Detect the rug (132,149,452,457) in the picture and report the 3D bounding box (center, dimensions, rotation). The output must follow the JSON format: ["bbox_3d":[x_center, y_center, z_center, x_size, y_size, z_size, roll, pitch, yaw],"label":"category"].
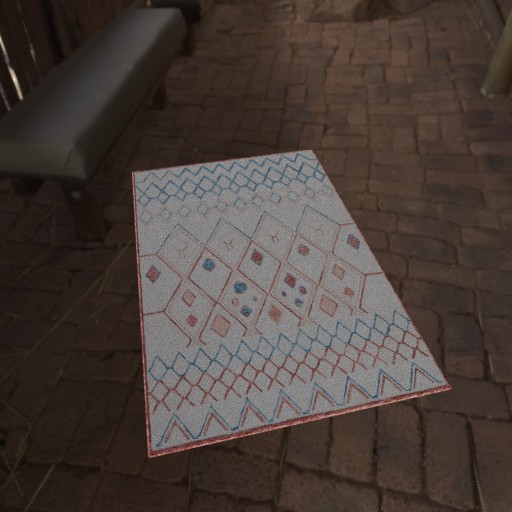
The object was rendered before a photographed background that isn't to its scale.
[{"bbox_3d":[0.000,0.000,2.330,1.219,0.016,1.829,-9,46,-9],"label":"rug"}]
